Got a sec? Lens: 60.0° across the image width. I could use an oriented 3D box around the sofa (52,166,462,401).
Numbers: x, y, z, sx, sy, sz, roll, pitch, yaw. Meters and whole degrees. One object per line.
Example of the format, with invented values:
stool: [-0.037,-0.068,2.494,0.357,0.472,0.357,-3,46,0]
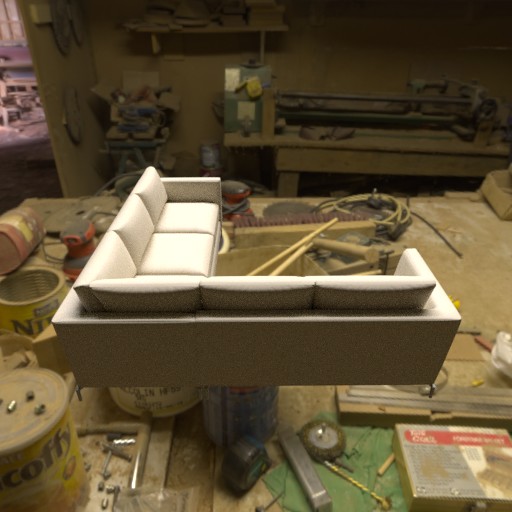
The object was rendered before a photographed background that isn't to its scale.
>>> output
sofa: [0.000,0.000,3.758,2.430,0.867,2.448,0,30,0]
